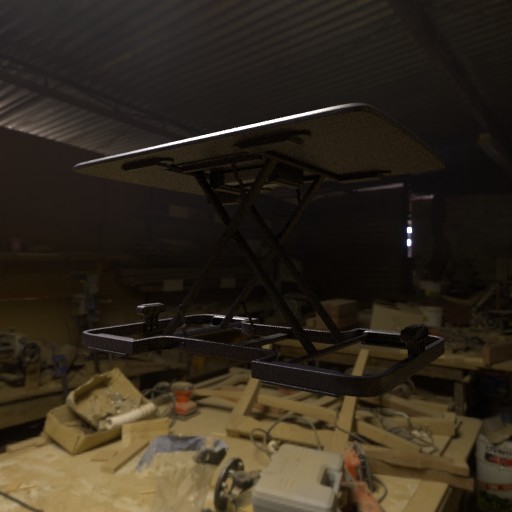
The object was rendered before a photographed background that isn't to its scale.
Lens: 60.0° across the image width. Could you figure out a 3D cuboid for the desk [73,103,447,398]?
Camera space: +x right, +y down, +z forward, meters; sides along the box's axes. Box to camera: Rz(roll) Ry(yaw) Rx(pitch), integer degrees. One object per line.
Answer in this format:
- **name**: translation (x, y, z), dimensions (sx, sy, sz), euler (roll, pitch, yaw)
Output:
- **desk**: translation (0.000, 0.000, 1.124), dimensions (0.820, 0.470, 0.546), euler (0, -1, 36)
